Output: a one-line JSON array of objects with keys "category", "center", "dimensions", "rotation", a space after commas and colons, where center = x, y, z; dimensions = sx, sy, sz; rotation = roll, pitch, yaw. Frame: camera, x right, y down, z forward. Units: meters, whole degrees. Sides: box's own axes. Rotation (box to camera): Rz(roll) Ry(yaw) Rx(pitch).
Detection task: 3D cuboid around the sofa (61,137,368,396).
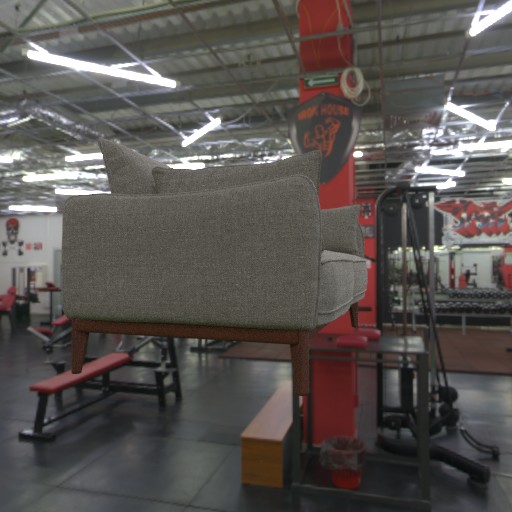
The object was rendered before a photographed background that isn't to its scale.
[{"category": "sofa", "center": [0.000, 0.000, 2.129], "dimensions": [0.972, 0.851, 1.580], "rotation": [0, -1, 19]}]
